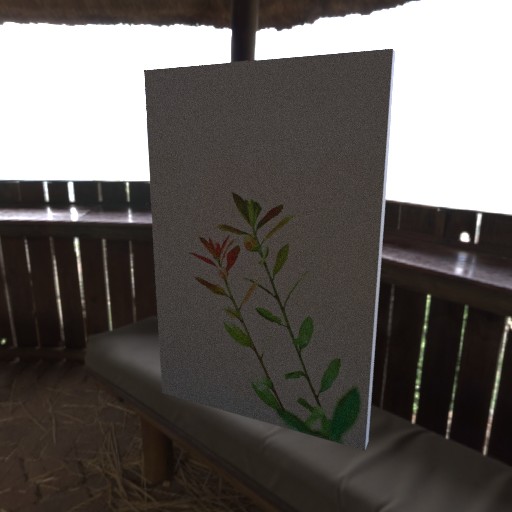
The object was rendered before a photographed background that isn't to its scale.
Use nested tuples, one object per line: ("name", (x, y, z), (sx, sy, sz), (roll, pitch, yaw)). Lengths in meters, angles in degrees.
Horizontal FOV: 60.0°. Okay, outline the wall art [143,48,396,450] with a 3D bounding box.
("wall art", (0.000, 0.000, 1.123), (0.612, 0.915, 0.039), (7, 16, 24))
